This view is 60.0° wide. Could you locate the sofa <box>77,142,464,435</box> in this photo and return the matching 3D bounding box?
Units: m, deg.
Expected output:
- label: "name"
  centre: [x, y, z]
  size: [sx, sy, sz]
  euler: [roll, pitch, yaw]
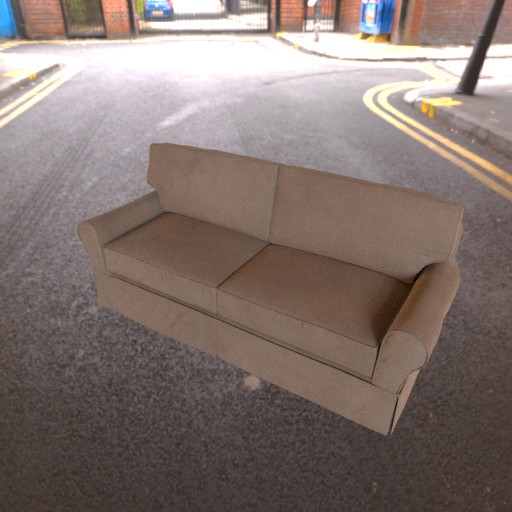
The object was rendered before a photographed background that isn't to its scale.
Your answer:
- label: "sofa"
  centre: [0.000, 0.000, 2.717]
  size: [2.246, 1.014, 0.900]
  euler: [18, 35, 27]
